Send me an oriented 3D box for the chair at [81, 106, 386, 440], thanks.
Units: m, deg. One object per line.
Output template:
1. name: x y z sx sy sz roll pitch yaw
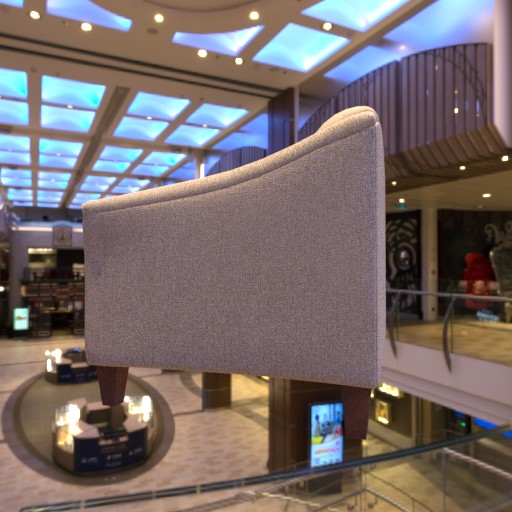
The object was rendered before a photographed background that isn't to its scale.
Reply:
1. chair: 0.000 0.000 1.426 0.787 0.839 0.763 0 -1 17
